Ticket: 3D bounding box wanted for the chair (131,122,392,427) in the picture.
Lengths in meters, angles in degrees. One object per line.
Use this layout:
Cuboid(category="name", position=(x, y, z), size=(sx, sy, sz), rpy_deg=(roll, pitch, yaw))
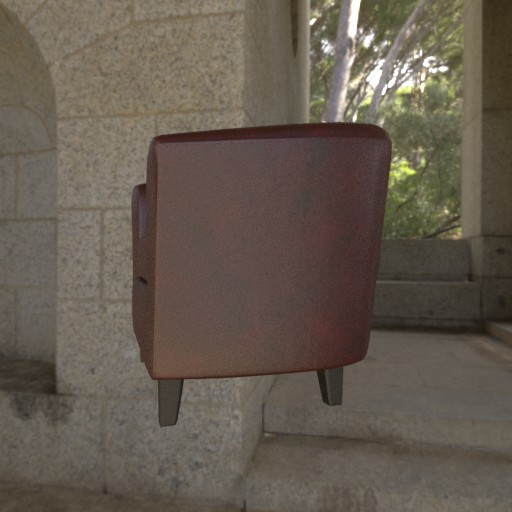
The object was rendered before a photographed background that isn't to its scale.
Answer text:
Cuboid(category="chair", position=(0.000, 0.000, 1.394), size=(0.727, 0.756, 0.792), rpy_deg=(0, 0, -18))
